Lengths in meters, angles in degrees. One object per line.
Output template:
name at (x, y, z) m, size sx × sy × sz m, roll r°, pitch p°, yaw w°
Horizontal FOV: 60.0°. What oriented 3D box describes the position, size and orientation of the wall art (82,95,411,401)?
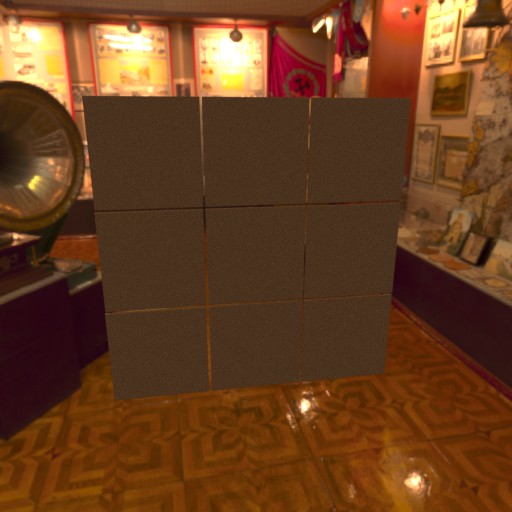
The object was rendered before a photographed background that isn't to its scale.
wall art at (0.000, 0.000, 1.800) m, size 1.216 × 1.216 × 0.013 m, roll -3°, pitch 18°, yaw -10°
